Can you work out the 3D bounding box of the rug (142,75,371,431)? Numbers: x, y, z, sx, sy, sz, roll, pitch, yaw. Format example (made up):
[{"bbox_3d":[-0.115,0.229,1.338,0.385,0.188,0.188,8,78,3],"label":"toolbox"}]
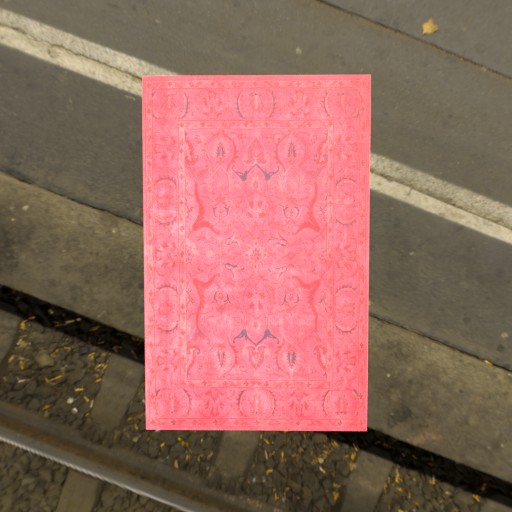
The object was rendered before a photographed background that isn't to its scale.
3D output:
[{"bbox_3d":[0.000,0.000,3.023,1.534,0.010,2.423,0,93,1],"label":"rug"}]
